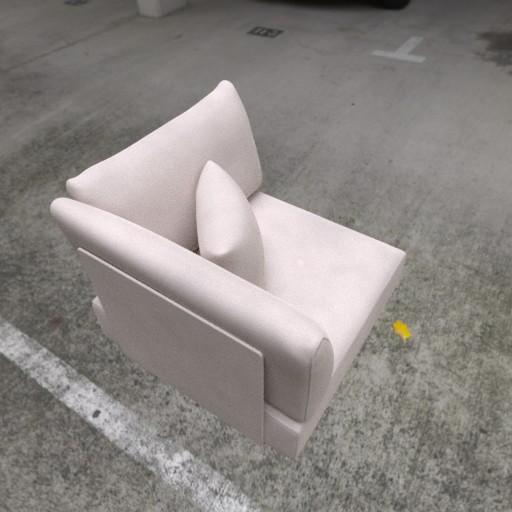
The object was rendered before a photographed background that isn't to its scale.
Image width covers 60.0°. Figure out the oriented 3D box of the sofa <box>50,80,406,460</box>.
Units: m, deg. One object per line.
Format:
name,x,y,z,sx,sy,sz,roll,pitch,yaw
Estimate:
sofa,0.000,0.000,1.743,1.000,0.820,1.000,26,52,22
